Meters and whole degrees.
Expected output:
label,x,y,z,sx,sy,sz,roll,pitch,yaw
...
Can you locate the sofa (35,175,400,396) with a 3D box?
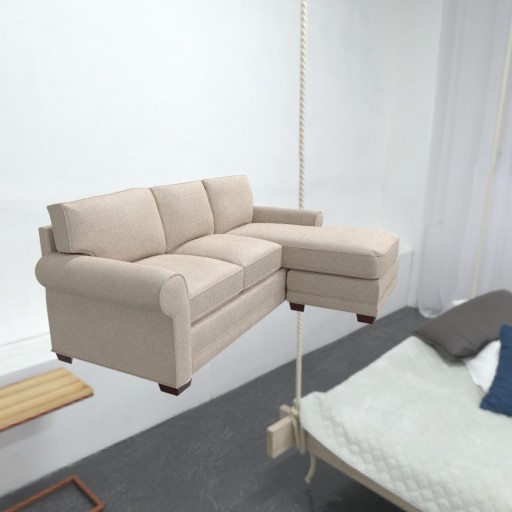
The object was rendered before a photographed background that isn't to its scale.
label,x,y,z,sx,sy,sz,roll,pitch,yaw
sofa,0.000,0.000,2.323,1.226,0.734,1.770,7,16,26
